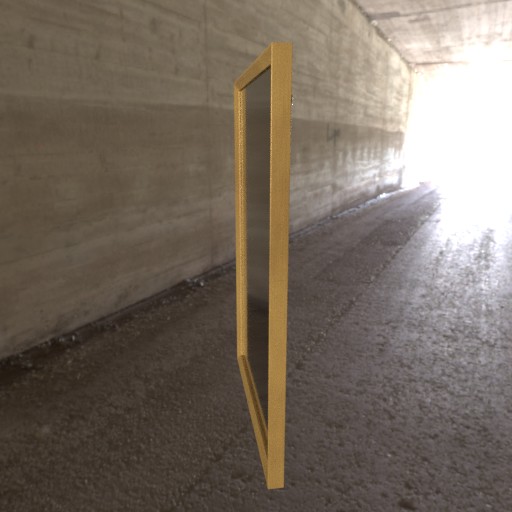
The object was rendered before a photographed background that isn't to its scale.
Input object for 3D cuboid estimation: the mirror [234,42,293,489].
[{"bbox_3d":[0.000,0.000,1.163,0.041,0.915,0.609,-2,15,-8],"label":"mirror"}]
